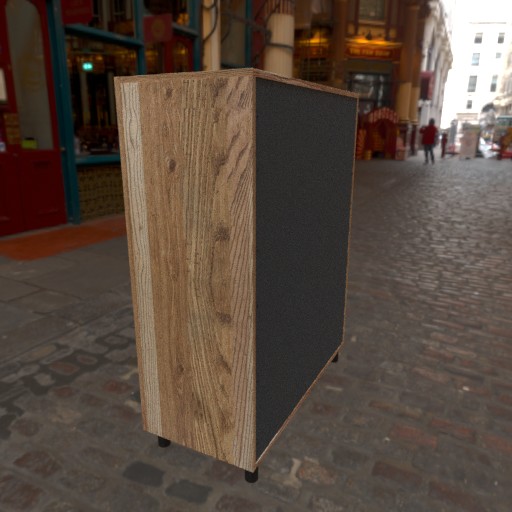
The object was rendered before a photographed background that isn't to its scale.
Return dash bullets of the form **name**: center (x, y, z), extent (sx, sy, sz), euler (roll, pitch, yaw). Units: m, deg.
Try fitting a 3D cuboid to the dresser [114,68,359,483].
- **dresser**: center (0.000, 0.000, 1.744), extent (0.480, 1.243, 0.966), euler (8, 18, 26)
